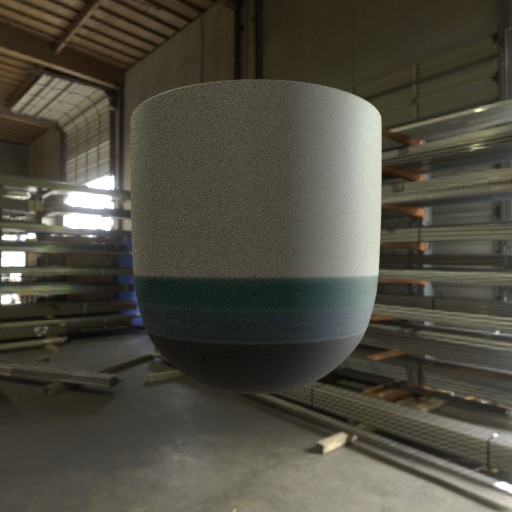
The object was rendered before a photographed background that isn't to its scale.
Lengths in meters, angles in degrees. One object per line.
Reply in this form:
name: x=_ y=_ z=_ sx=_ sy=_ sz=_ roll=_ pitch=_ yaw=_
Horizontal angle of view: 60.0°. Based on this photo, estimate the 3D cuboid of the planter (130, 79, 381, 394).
planter: x=0.000 y=0.000 z=0.372 sx=0.204 sy=0.214 sz=0.204 roll=0 pitch=-1 yaw=0
